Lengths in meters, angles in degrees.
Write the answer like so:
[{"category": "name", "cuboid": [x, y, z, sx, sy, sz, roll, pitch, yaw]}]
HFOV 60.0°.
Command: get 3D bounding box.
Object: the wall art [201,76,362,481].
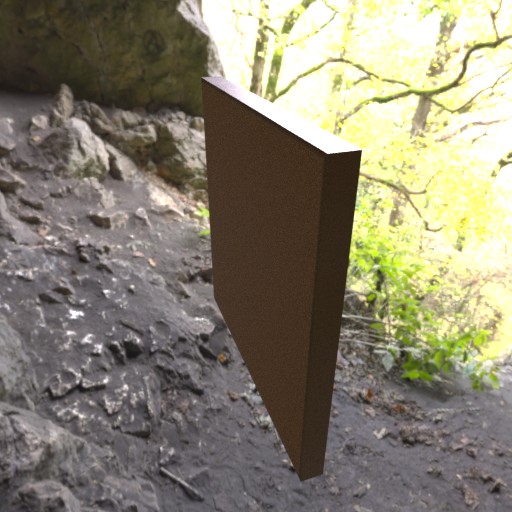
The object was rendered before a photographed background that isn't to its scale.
[{"category": "wall art", "cuboid": [0.000, 0.000, 0.764, 0.038, 0.511, 0.513, -10, 31, -17]}]
